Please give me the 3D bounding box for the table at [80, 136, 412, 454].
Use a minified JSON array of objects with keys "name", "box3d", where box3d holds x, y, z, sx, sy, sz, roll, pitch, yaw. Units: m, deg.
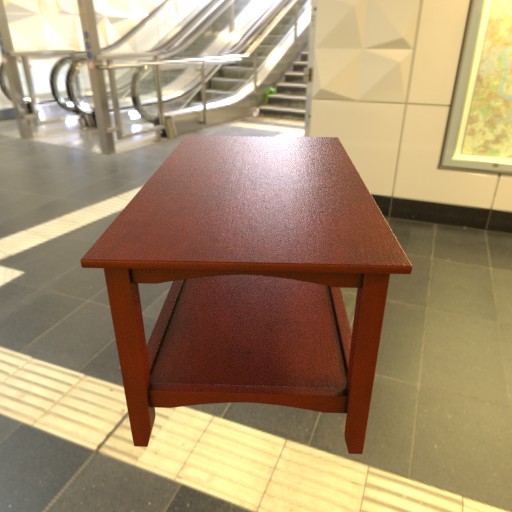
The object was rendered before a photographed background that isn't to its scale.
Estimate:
[{"name":"table","box3d":[0.000,0.000,1.228,0.533,0.456,0.943,1,27,2]}]
